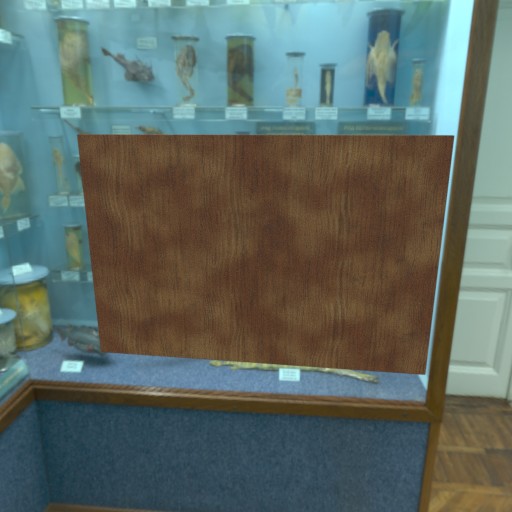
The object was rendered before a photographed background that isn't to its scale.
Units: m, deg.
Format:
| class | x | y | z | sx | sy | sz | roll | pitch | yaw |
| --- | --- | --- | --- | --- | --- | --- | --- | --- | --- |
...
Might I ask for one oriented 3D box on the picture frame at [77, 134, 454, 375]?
| class | x | y | z | sx | sy | sz | roll | pitch | yaw |
| --- | --- | --- | --- | --- | --- | --- | --- | --- | --- |
| picture frame | 0.000 | 0.000 | 1.213 | 0.950 | 0.640 | 0.029 | 2 | 17 | 7 |
